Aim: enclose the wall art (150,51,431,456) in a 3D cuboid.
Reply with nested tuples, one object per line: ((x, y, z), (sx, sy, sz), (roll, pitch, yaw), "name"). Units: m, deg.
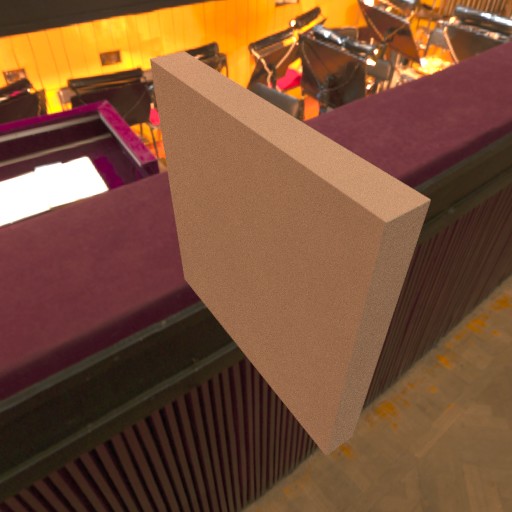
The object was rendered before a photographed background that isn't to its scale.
((0.000, 0.000, 0.446), (0.038, 0.305, 0.305), (-25, 49, -25), "wall art")
